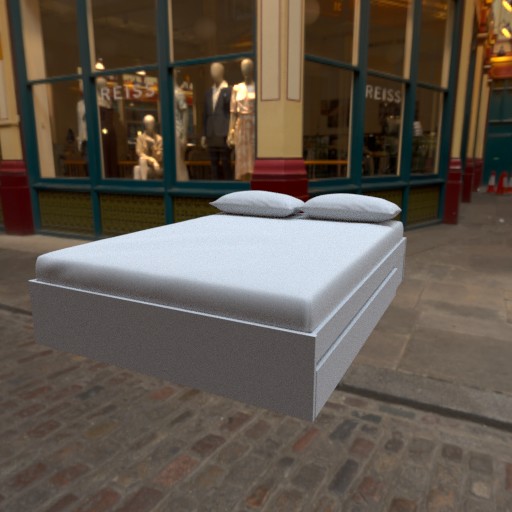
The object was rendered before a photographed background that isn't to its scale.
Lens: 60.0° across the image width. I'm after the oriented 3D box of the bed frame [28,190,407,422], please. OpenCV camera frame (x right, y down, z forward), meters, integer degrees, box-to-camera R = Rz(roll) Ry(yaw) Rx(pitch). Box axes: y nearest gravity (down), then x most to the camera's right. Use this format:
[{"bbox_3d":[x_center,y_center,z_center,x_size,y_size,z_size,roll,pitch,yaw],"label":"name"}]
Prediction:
[{"bbox_3d":[0.000,0.000,2.640,1.450,0.629,1.950,7,15,26],"label":"bed frame"}]
